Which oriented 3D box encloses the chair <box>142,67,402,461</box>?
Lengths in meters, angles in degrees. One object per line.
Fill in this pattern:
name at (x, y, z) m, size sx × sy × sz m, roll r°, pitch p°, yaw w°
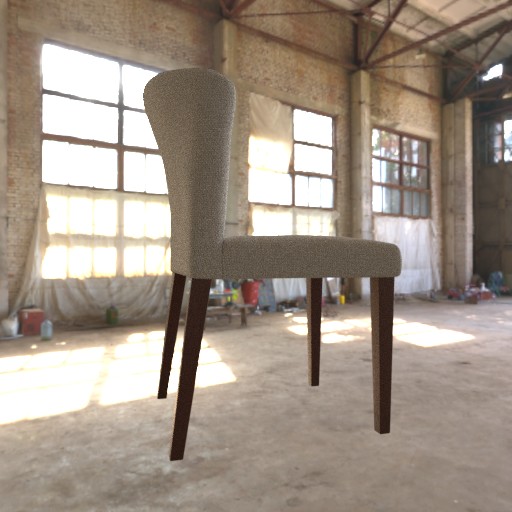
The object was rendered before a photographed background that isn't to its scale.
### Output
chair at (0.000, 0.000, 1.183) m, size 0.589 × 0.839 × 0.491 m, roll 0°, pitch 0°, yaw -16°
